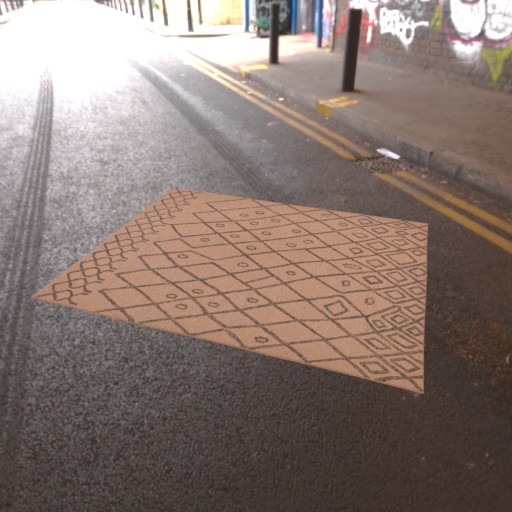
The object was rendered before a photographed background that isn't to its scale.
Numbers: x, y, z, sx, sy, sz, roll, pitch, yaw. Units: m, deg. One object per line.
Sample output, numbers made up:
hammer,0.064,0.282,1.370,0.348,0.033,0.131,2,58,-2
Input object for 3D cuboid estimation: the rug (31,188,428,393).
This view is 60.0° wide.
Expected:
rug,0.000,0.000,4.164,3.046,0.015,2.446,10,33,16
